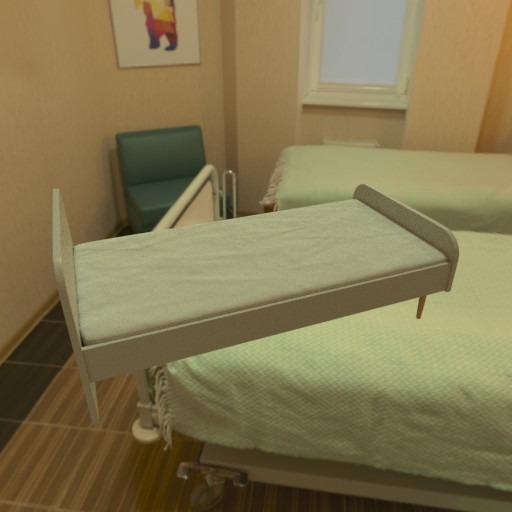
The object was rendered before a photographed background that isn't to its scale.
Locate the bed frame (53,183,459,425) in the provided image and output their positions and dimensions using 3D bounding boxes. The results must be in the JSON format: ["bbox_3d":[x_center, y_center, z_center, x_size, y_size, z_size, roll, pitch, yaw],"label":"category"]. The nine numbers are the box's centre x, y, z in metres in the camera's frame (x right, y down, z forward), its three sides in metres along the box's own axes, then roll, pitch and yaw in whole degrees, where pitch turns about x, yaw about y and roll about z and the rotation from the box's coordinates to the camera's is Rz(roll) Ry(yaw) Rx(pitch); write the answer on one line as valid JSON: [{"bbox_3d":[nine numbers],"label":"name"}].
[{"bbox_3d":[0.000,0.000,2.501,1.963,0.805,0.998,-11,31,-19],"label":"bed frame"}]
